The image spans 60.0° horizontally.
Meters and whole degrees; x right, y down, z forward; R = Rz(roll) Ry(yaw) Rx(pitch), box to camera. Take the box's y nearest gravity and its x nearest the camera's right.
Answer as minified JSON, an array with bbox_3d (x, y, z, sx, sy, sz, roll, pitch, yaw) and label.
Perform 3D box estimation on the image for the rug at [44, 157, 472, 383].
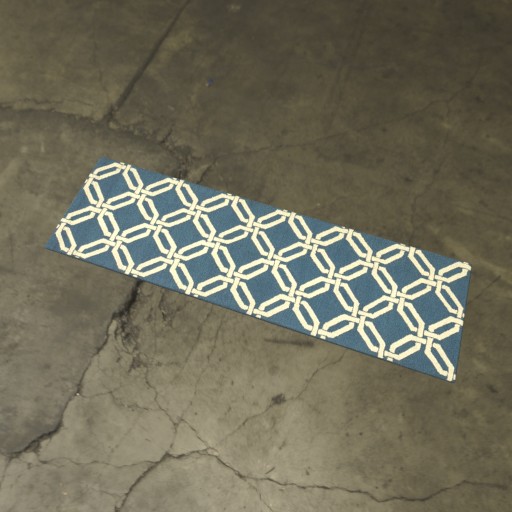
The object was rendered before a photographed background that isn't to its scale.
[{"bbox_3d":[0.000,0.000,2.455,2.276,0.014,0.678,17,65,8],"label":"rug"}]
